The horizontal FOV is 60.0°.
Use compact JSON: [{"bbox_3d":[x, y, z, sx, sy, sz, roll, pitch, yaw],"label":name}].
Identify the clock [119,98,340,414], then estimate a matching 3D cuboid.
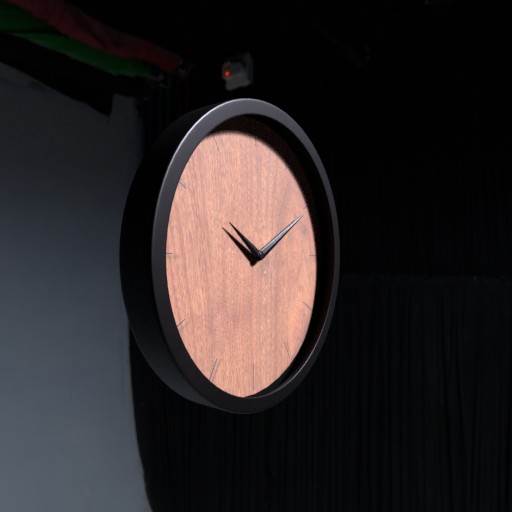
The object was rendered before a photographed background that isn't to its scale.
[{"bbox_3d":[0.000,0.000,0.468,0.040,0.314,0.314,0,1,37],"label":"clock"}]
